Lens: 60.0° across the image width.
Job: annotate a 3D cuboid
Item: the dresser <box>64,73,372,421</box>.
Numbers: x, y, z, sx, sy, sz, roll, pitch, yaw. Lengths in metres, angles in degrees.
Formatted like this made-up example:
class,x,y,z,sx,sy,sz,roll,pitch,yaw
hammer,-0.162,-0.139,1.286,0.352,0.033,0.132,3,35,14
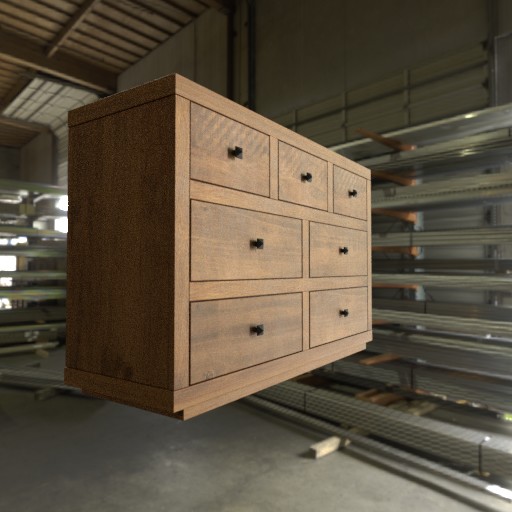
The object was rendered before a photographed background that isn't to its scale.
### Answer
class,x,y,z,sx,sy,sz,roll,pitch,yaw
dresser,0.000,0.000,1.664,0.479,0.825,1.261,-1,-2,35
